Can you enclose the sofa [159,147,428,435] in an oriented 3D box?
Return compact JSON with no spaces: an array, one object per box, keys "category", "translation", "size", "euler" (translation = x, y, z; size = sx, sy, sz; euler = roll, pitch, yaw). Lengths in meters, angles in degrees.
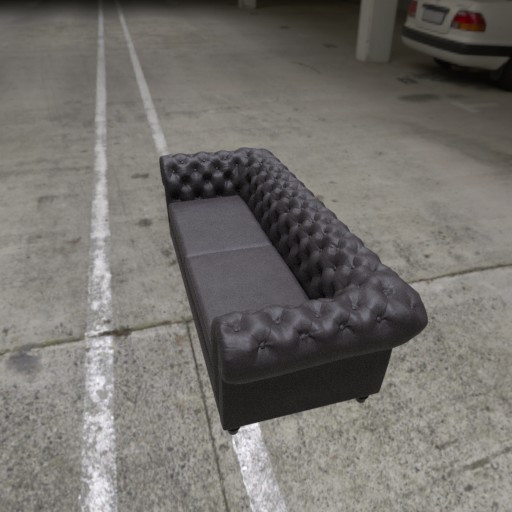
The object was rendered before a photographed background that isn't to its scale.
[{"category":"sofa","translation":[0.000,0.000,2.858],"size":[0.944,0.783,2.385],"euler":[-9,32,-14]}]
